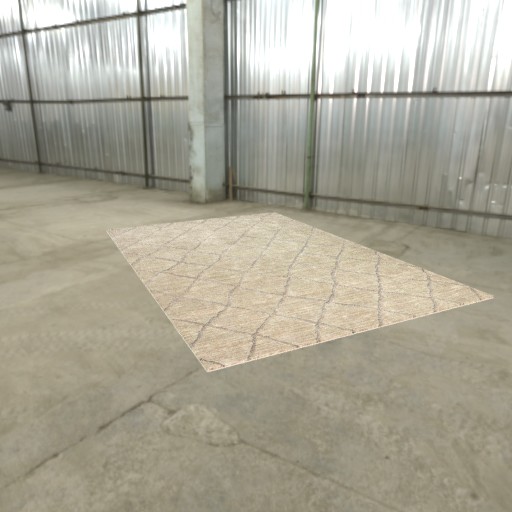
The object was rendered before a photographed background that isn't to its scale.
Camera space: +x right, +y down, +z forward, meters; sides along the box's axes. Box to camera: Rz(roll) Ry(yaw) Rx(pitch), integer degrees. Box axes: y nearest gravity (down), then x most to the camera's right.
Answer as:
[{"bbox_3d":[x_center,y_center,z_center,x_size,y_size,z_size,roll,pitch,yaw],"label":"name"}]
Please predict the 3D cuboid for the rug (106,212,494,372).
[{"bbox_3d":[0.000,0.000,2.865,1.521,0.015,2.280,-8,19,-25],"label":"rug"}]
